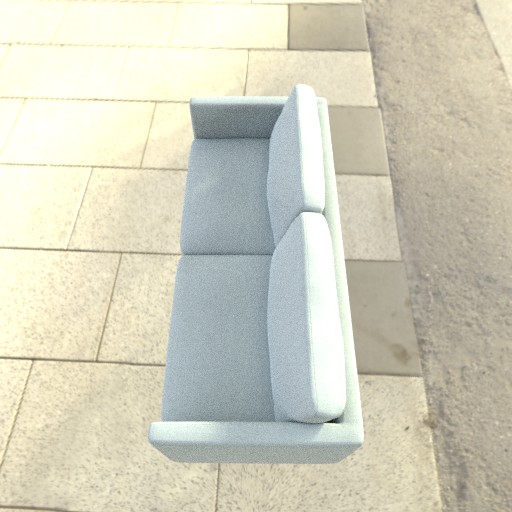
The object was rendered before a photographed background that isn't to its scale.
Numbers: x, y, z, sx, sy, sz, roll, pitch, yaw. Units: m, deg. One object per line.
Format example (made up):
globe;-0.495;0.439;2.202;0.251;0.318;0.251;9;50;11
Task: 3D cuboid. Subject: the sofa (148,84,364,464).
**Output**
sofa;0.000;0.000;2.657;0.951;0.965;2.208;0;59;0
